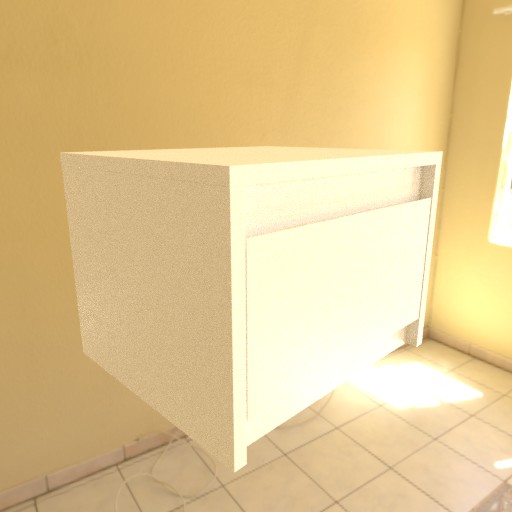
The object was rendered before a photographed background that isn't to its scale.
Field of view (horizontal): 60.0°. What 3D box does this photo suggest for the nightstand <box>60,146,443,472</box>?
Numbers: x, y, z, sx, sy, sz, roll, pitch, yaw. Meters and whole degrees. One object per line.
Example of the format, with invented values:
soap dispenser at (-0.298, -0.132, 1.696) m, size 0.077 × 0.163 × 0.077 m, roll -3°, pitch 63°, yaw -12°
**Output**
nightstand at (0.000, 0.000, 0.767) m, size 0.470 × 0.351 × 0.408 m, roll -15°, pitch 21°, yaw -42°
